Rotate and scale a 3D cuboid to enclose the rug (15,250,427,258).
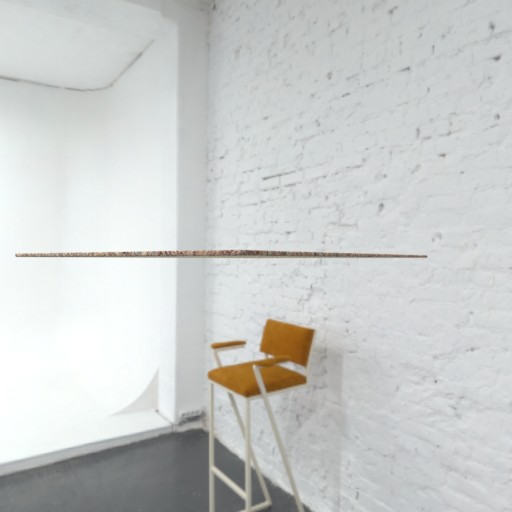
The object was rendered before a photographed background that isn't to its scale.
[{"bbox_3d":[0.000,0.000,2.842,1.523,0.019,2.285,0,-1,36],"label":"rug"}]
